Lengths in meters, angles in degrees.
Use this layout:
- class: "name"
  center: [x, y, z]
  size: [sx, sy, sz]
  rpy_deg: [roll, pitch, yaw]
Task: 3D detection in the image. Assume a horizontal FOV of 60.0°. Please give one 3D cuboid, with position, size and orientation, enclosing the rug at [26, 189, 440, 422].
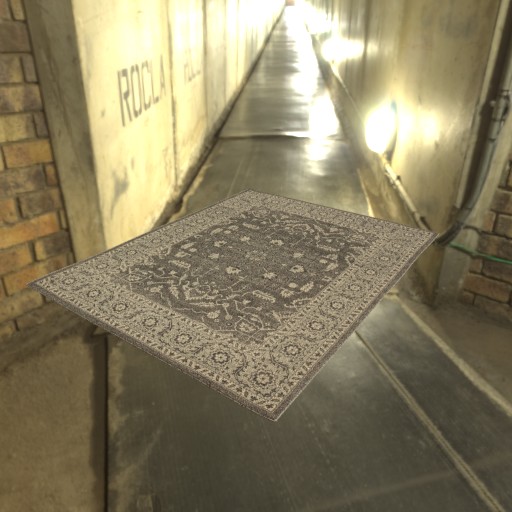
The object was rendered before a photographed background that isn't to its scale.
- class: "rug"
  center: [0.000, 0.000, 4.086]
  size: [2.451, 0.026, 3.069]
  rpy_deg: [18, 32, 31]
